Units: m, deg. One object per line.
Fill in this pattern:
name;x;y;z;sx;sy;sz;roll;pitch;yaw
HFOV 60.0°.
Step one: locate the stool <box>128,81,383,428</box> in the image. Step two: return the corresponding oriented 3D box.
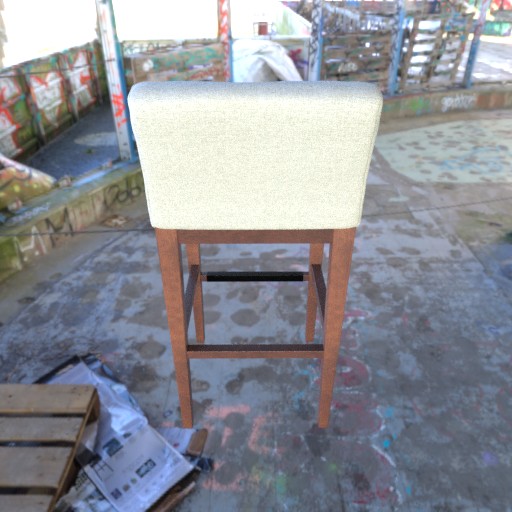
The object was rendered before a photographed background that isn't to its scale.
stool;0.000;0.000;1.314;0.511;1.037;0.500;0;31;0
